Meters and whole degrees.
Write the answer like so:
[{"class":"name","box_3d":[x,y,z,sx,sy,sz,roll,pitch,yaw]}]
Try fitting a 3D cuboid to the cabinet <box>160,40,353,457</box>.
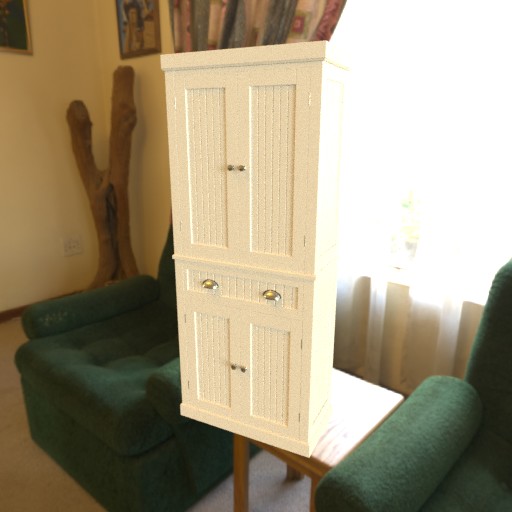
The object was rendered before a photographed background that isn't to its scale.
[{"class":"cabinet","box_3d":[0.000,0.000,2.189,0.754,1.829,0.390,8,18,25]}]
